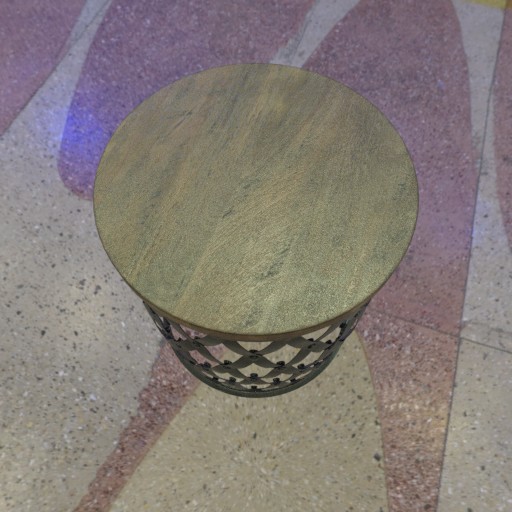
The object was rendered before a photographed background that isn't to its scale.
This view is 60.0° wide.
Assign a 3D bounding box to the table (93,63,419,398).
[{"bbox_3d":[0.000,0.000,0.759,0.405,0.454,0.405,0,64,0],"label":"table"}]
